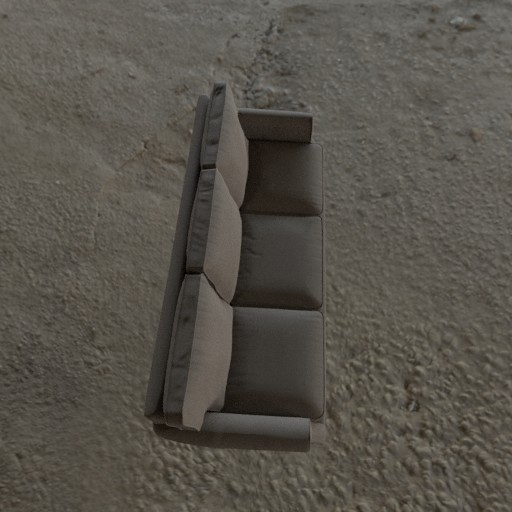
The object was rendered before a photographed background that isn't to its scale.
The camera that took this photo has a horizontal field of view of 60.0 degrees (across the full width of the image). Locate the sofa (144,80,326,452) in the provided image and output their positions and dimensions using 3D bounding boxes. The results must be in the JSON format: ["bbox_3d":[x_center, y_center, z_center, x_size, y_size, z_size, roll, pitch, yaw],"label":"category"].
[{"bbox_3d":[0.000,0.000,2.902,0.966,0.948,2.353,3,63,2],"label":"sofa"}]
